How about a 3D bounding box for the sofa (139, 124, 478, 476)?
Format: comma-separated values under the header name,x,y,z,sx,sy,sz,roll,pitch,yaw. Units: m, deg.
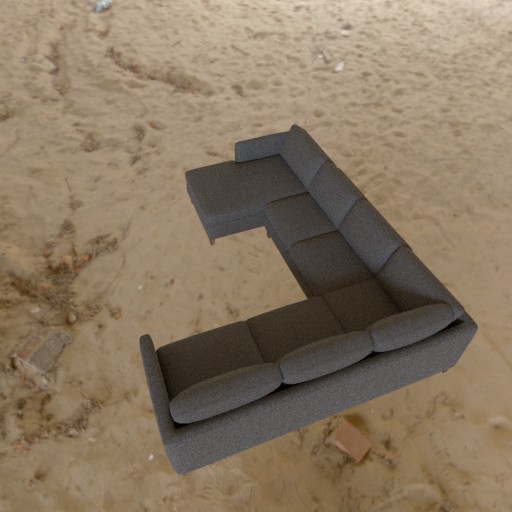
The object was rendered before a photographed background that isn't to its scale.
name,x,y,z,sx,sy,sz,roll,pitch,yaw
sofa,0.000,0.000,4.365,2.551,0.853,3.238,-16,48,-15
